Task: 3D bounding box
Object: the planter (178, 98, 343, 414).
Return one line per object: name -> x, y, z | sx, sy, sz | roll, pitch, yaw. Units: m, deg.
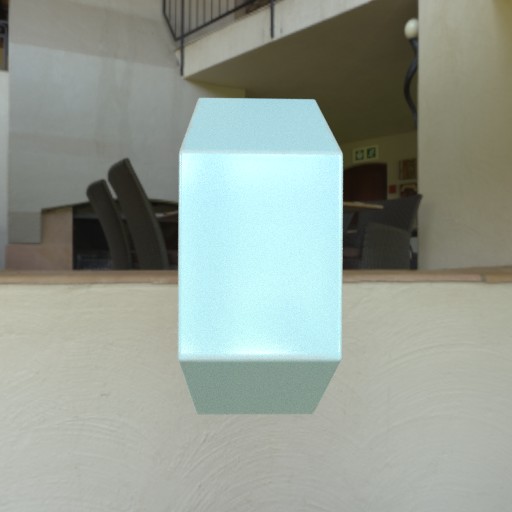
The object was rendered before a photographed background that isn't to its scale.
planter -> 0.000, 0.000, 0.291 | 0.078, 0.207, 0.169 | 0, 0, -1
